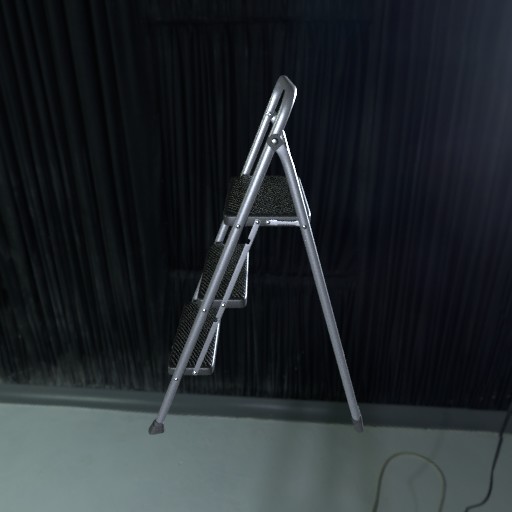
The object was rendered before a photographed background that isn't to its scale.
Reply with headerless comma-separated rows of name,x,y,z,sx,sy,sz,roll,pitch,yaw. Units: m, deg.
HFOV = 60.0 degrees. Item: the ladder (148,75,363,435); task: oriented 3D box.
ladder,0.000,0.000,1.272,0.629,0.945,0.430,0,26,0
